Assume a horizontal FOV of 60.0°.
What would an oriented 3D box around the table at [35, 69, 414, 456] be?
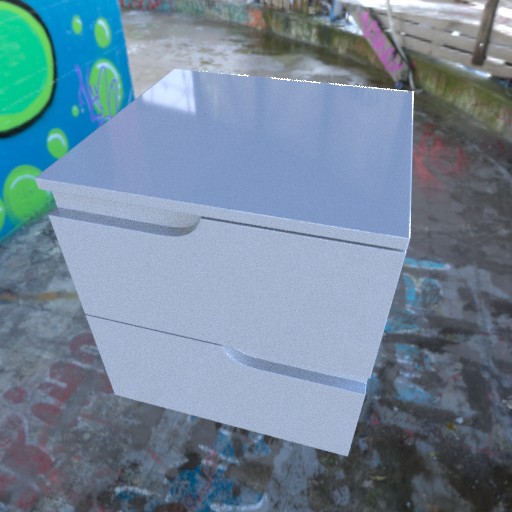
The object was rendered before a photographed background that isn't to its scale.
[{"bbox_3d":[0.000,0.000,0.768,0.420,0.470,0.400,10,42,12],"label":"table"}]
